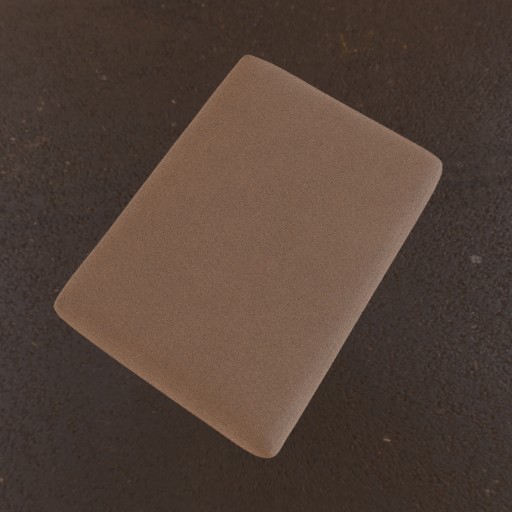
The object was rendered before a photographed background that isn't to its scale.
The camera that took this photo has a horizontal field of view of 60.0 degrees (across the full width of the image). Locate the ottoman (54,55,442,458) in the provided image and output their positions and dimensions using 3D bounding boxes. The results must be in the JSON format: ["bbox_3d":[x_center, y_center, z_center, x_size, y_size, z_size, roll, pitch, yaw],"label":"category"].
[{"bbox_3d":[0.000,0.000,1.158,0.569,0.504,0.773,32,78,8],"label":"ottoman"}]
